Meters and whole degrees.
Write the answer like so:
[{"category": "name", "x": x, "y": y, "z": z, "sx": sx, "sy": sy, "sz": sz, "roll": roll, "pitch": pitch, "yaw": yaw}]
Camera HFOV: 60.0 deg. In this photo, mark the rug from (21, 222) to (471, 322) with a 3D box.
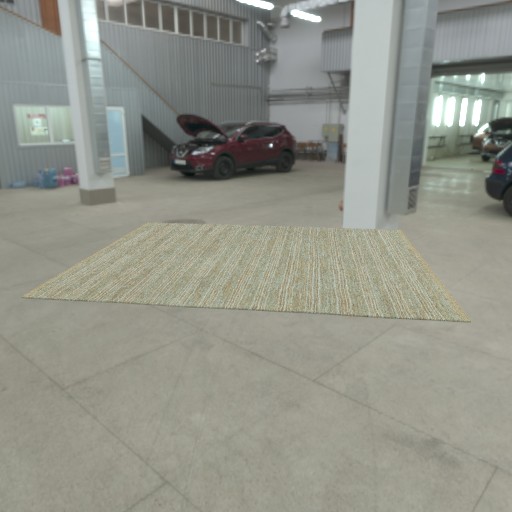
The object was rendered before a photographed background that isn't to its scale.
[{"category": "rug", "x": 0.000, "y": 0.000, "z": 4.114, "sx": 3.034, "sy": 0.012, "sz": 2.471, "roll": 2, "pitch": 17, "yaw": 7}]
